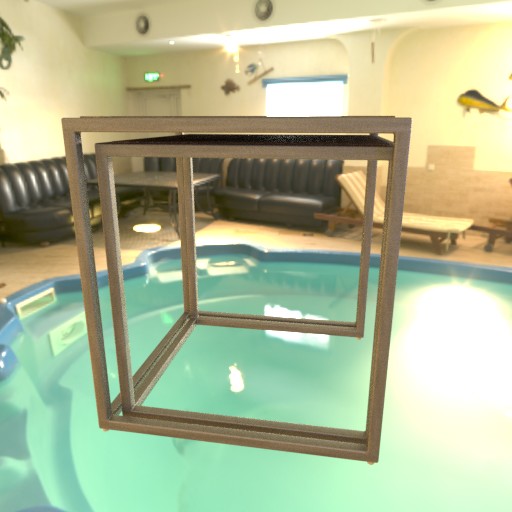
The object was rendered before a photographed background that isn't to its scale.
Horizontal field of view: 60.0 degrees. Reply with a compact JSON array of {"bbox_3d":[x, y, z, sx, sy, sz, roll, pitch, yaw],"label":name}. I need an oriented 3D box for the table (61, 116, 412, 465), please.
[{"bbox_3d":[0.000,0.000,0.836,0.449,0.500,0.450,3,17,10],"label":"table"}]
